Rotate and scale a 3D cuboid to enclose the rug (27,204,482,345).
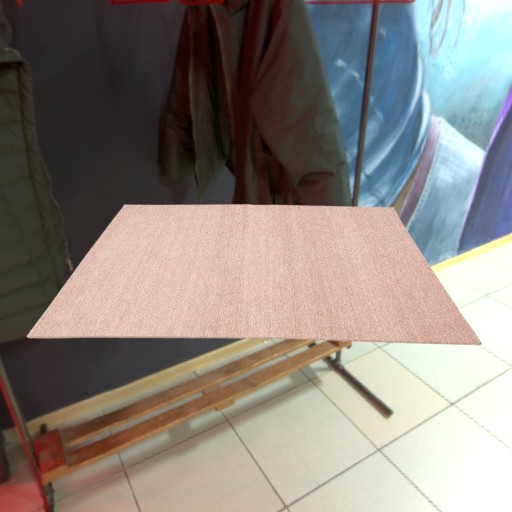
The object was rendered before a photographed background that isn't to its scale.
[{"bbox_3d":[0.000,0.000,4.161,3.202,0.045,2.434,1,29,1],"label":"rug"}]
